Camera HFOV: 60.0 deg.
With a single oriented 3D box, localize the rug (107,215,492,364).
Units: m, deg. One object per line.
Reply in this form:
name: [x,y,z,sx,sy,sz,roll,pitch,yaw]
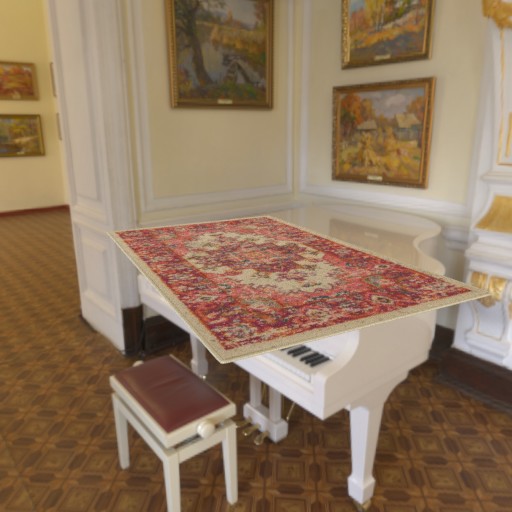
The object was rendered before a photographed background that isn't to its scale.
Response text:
rug: [0.000,0.000,1.079,0.556,0.004,0.868,-8,18,-26]
